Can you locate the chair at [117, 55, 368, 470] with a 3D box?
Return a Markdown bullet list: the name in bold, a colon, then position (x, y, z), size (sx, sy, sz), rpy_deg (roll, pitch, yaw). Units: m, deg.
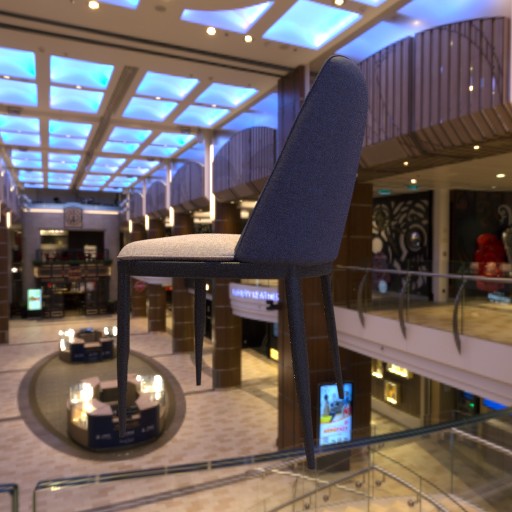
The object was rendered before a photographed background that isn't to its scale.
- **chair**: position (0.000, 0.000, 1.134), size (0.551, 0.839, 0.480), rpy_deg (0, 1, 19)
